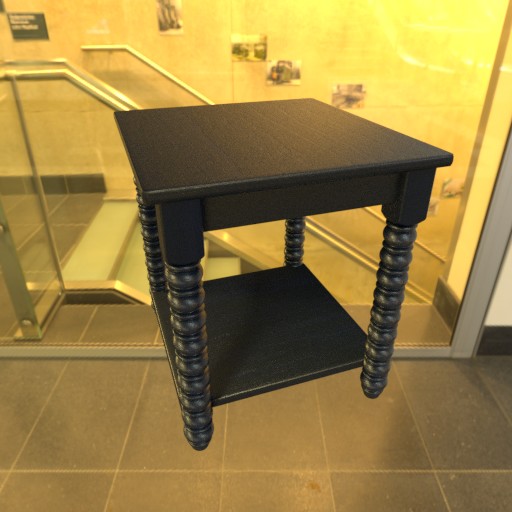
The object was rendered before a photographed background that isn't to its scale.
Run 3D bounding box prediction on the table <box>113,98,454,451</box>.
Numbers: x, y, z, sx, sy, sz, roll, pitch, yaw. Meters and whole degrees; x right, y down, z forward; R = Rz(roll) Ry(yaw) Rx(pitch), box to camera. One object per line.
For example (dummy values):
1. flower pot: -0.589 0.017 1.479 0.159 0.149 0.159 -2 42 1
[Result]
1. table: 0.000 0.000 1.000 0.500 0.567 0.533 -10 31 -17
